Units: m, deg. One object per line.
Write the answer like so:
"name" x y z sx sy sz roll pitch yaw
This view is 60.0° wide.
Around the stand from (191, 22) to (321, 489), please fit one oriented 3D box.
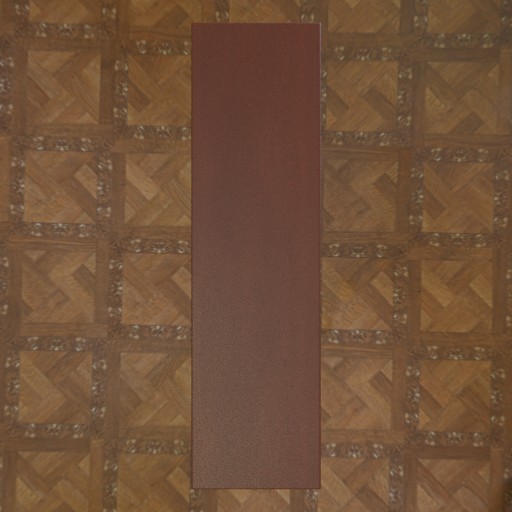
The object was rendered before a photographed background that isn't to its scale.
"stand" 0.000 0.000 1.681 0.381 0.762 1.372 0 90 0
